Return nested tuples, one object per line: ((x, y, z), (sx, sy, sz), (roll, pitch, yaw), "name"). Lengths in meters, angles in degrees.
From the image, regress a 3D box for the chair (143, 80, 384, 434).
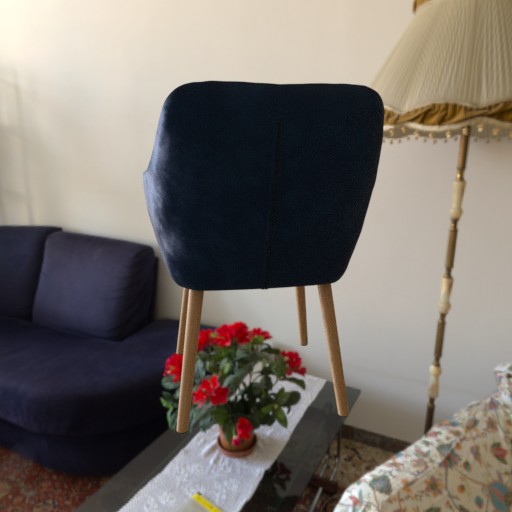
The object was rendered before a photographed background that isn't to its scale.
((0.000, 0.000, 1.205), (0.578, 0.826, 0.573), (-2, 15, -9), "chair")
